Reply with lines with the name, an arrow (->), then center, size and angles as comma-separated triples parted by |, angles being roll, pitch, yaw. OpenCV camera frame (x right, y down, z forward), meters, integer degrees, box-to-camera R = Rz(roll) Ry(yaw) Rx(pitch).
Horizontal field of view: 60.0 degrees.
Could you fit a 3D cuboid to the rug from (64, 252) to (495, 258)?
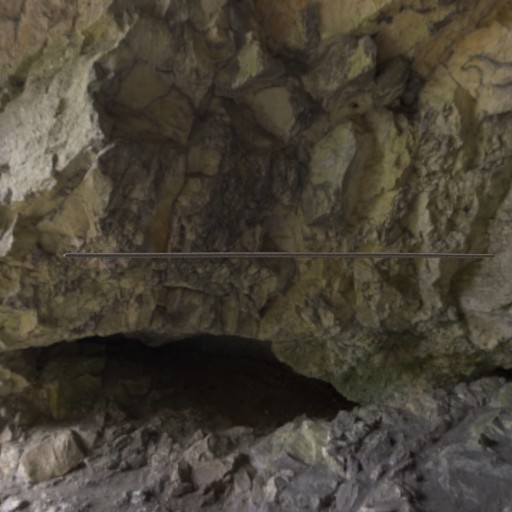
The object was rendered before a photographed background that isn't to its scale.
rug -> 0.000, 0.000, 4.051 | 3.017, 0.035, 2.472 | 0, 0, -18
